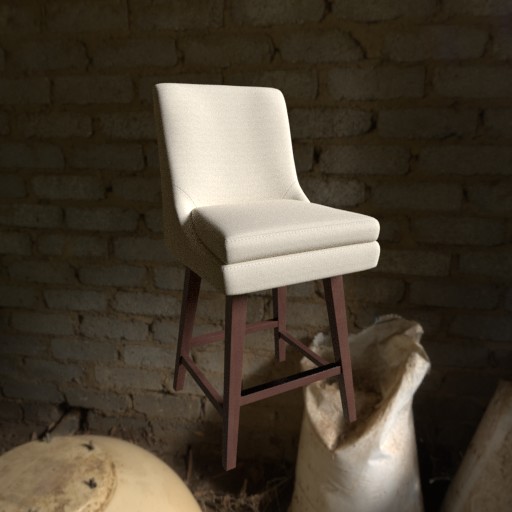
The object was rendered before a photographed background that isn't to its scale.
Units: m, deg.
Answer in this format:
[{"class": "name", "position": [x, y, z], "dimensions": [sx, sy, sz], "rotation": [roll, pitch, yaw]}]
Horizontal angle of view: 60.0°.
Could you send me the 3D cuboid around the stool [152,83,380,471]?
[{"class": "stool", "position": [0.000, 0.000, 1.326], "dimensions": [0.483, 0.991, 0.559], "rotation": [-9, 19, -27]}]
